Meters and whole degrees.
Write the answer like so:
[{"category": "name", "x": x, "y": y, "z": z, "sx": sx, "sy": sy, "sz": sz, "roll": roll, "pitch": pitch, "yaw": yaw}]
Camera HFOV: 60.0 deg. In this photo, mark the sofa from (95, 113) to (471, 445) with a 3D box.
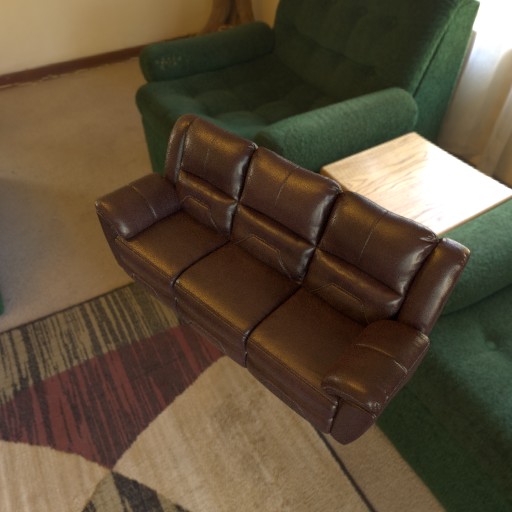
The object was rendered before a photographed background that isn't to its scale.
[{"category": "sofa", "x": 0.000, "y": 0.000, "z": 2.908, "sx": 2.337, "sy": 1.043, "sz": 0.991, "roll": 33, "pitch": 54, "yaw": 28}]
